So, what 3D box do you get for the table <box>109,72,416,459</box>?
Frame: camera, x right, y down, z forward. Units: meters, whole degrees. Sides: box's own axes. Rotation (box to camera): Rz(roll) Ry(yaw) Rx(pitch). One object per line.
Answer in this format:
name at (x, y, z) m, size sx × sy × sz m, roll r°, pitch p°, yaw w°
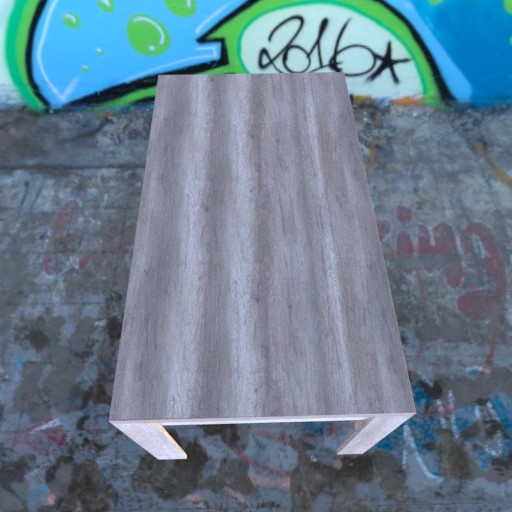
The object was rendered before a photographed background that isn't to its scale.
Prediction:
table at (0.000, 0.000, 2.049) m, size 0.900 × 0.775 × 1.600 m, roll -1°, pitch 58°, yaw -1°
